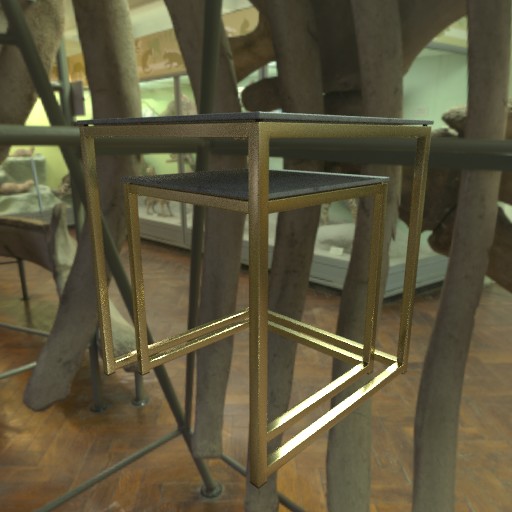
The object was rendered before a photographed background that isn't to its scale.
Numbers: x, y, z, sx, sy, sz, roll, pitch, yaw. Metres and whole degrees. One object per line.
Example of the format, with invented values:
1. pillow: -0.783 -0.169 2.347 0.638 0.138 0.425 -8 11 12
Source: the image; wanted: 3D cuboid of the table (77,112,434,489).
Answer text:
1. table: 0.000 0.000 0.854 0.450 0.500 0.450 15 21 42
